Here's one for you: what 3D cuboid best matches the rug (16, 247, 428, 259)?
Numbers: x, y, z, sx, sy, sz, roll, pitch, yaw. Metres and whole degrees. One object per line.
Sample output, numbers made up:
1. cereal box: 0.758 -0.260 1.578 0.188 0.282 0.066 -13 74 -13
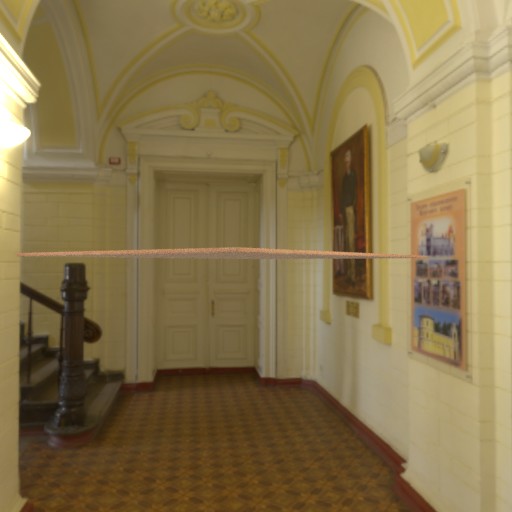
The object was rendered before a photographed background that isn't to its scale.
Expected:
1. rug: 0.000 0.000 2.278 1.219 0.014 1.829 -1 -1 36
